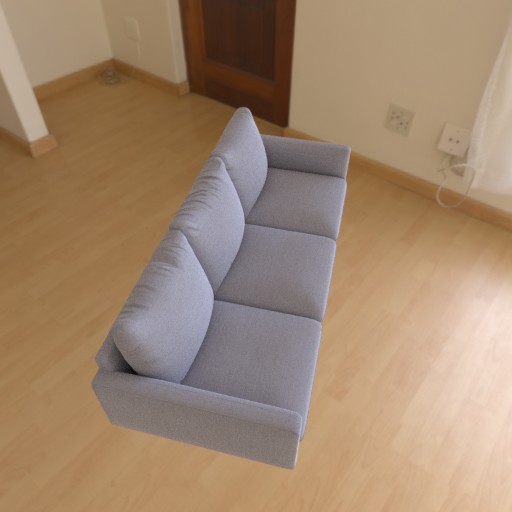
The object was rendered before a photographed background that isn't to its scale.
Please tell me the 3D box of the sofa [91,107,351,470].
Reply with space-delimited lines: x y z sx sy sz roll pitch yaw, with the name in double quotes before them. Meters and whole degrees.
"sofa" 0.000 0.000 2.445 0.850 0.830 2.000 10 46 10
